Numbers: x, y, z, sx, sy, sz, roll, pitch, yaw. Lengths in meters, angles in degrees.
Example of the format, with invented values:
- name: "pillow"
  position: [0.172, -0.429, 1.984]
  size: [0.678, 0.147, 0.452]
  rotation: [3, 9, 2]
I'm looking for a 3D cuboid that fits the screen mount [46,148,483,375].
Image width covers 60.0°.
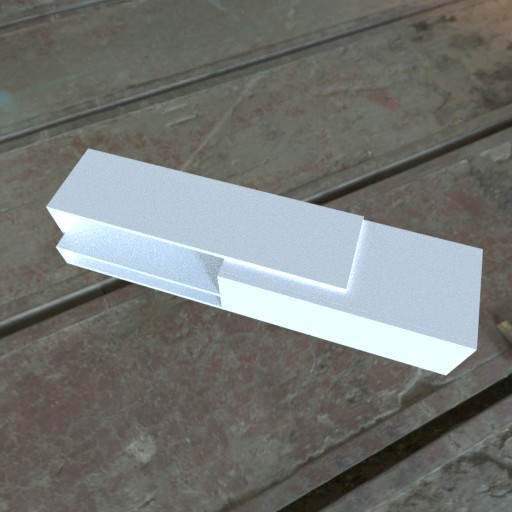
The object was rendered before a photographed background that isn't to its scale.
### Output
- name: "screen mount"
  position: [0.000, 0.000, 1.838]
  size: [1.680, 0.320, 0.420]
  rotation: [15, 59, 9]
